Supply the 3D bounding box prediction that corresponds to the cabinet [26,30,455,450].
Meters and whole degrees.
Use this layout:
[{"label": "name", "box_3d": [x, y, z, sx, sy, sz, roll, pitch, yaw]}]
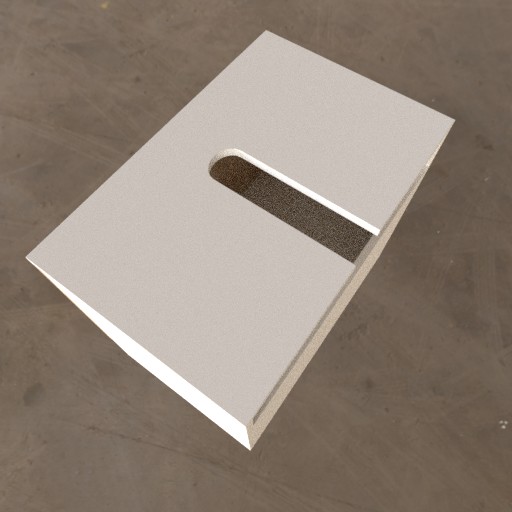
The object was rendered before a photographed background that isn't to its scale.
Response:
[{"label": "cabinet", "box_3d": [0.000, 0.000, 0.926, 0.400, 0.522, 0.600, 33, 68, 15]}]
